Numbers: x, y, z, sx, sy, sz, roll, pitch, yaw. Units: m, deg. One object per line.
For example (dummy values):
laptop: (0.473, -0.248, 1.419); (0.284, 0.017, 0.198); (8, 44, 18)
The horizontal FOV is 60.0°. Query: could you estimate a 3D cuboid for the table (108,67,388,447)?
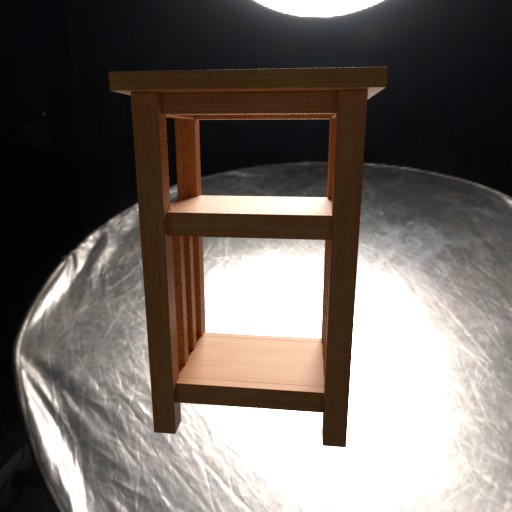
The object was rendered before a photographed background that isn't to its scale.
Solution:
table: (0.000, 0.000, 0.749); (0.350, 0.550, 0.270); (2, 15, 7)
